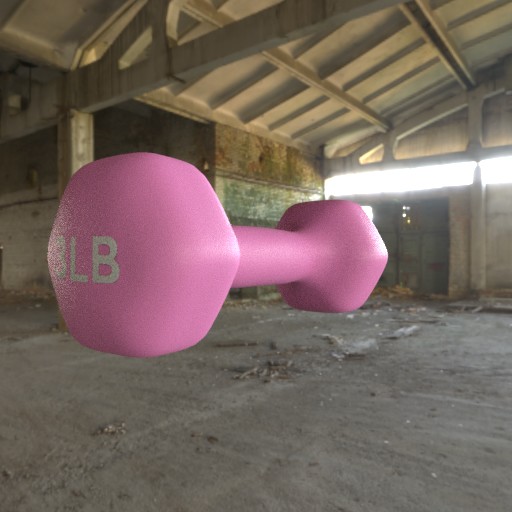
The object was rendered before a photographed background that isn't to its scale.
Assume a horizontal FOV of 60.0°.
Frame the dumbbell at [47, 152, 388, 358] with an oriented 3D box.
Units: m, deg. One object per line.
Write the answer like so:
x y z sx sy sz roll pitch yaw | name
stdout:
0.000 0.000 0.183 0.064 0.058 0.159 0 0 37 | dumbbell
